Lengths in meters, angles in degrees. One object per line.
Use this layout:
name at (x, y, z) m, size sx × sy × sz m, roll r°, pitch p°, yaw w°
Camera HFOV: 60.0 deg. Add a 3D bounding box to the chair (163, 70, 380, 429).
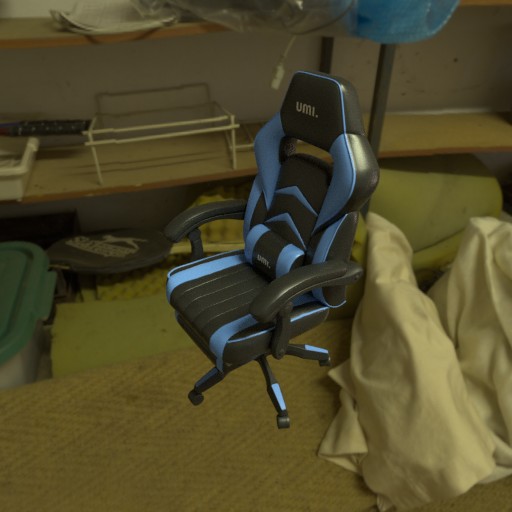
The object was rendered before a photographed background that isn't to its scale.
chair at (0.000, 0.000, 1.738) m, size 0.700 × 1.280 × 0.700 m, roll -23°, pitch 40°, yaw -30°
